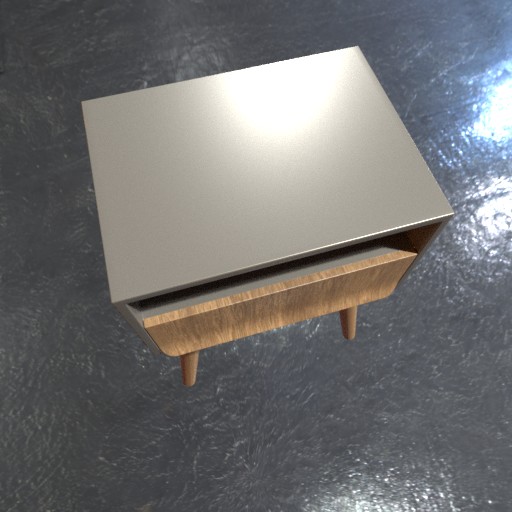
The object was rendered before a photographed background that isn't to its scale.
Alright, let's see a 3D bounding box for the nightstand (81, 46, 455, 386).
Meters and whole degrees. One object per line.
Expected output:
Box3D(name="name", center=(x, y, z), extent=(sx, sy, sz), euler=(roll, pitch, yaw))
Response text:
Box3D(name="nightstand", center=(0.000, 0.000, 0.737), extent=(0.370, 0.508, 0.288), euler=(-14, 64, -7))
